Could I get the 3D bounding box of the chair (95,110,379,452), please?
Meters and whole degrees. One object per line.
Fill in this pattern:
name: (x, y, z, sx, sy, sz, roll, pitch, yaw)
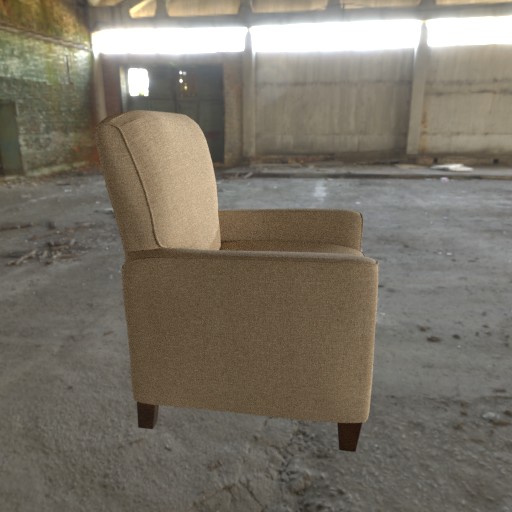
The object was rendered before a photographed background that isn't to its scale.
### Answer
chair: (0.000, 0.000, 1.650, 0.858, 1.028, 0.841, 3, 17, 9)
